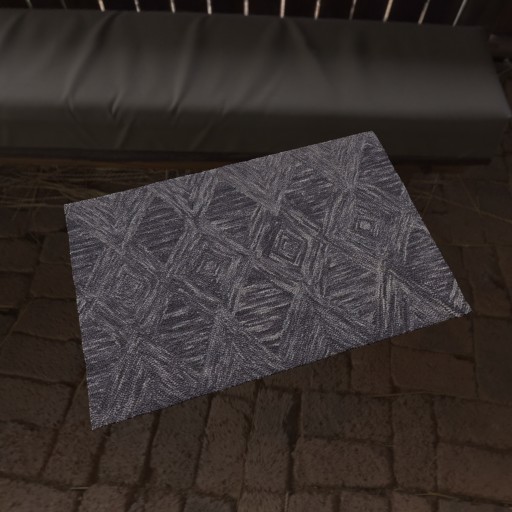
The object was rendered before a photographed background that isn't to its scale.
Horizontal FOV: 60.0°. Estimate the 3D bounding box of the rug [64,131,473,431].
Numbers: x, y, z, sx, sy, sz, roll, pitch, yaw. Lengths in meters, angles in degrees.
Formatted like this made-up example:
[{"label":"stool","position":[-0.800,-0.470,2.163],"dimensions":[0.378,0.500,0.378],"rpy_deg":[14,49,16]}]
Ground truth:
[{"label":"rug","position":[0.000,0.000,2.254],"dimensions":[1.814,0.012,1.186],"rpy_deg":[-15,64,-7]}]
